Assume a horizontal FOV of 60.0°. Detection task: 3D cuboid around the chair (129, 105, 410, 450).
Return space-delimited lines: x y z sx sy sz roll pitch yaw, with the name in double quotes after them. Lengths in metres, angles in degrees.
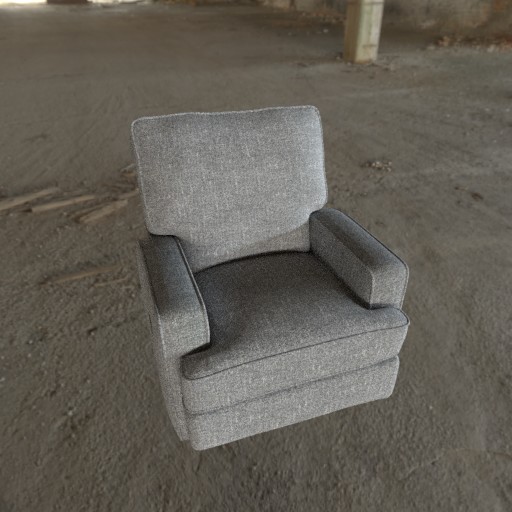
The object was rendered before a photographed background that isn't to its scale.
0.000 0.000 1.677 0.861 0.962 0.964 -11 34 -16 "chair"
